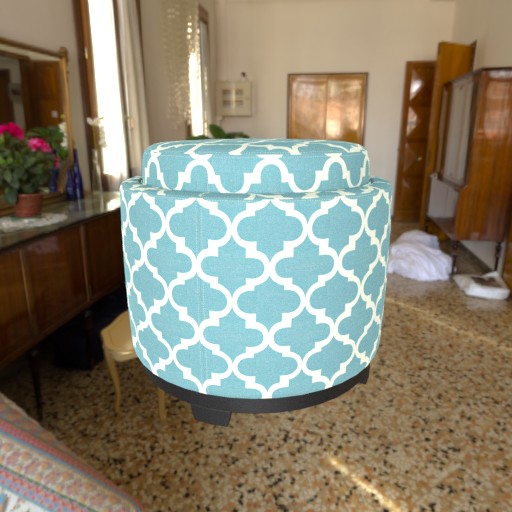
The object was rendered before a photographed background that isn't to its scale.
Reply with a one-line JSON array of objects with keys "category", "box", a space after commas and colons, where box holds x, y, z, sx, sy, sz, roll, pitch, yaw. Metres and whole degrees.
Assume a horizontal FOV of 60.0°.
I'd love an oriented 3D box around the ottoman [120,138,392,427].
[{"category": "ottoman", "box": [0.000, 0.000, 0.841, 0.480, 0.429, 0.480, 0, 16, 0]}]
